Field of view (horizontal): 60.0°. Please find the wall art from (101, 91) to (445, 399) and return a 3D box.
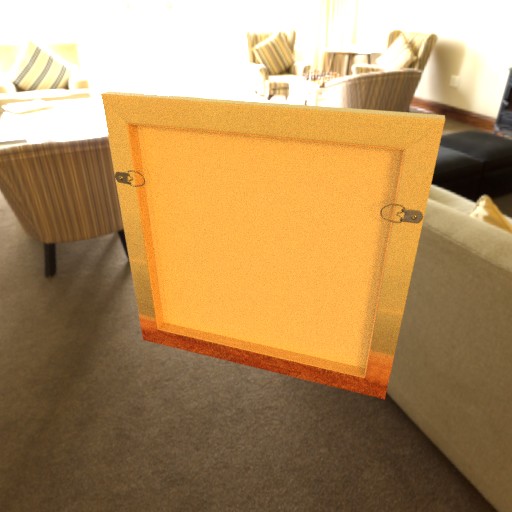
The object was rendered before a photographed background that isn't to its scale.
[{"bbox_3d":[0.000,0.000,0.910,0.605,0.605,0.034,10,32,16],"label":"wall art"}]
